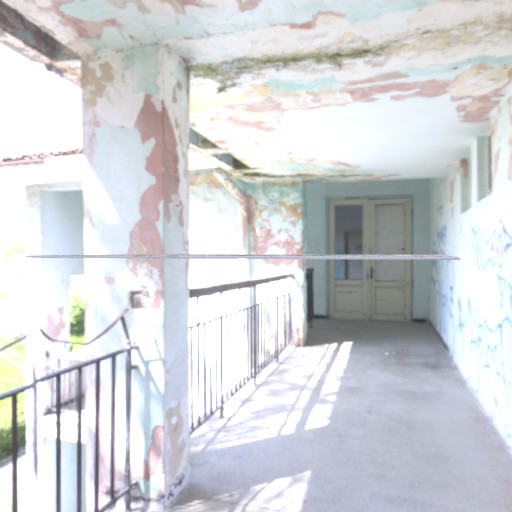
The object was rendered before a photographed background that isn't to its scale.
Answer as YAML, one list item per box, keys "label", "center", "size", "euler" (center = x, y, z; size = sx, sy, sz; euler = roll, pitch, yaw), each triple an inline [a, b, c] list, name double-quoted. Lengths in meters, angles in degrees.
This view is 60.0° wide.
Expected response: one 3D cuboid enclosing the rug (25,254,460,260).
- label: "rug"
  center: [0.000, 0.000, 2.881]
  size: [2.275, 0.014, 1.514]
  euler: [0, 1, 18]
